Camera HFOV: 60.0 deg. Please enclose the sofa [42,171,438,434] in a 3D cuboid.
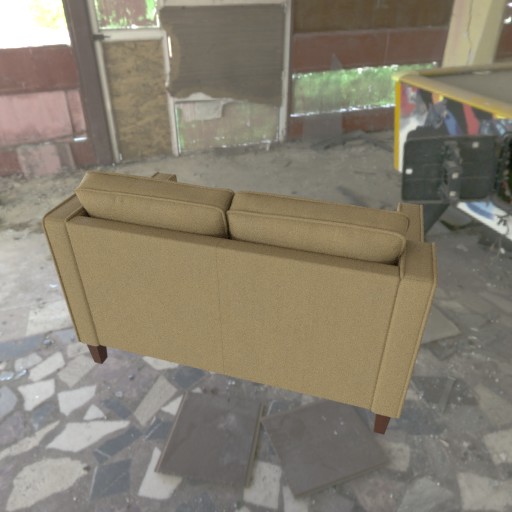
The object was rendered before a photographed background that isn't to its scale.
[{"bbox_3d":[0.000,0.000,2.156,1.501,0.971,0.987,9,34,14],"label":"sofa"}]
